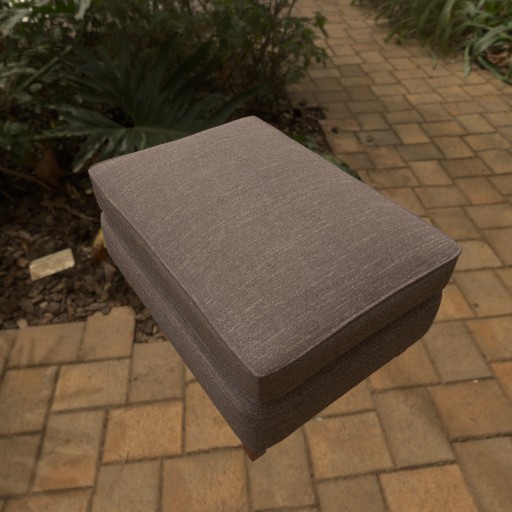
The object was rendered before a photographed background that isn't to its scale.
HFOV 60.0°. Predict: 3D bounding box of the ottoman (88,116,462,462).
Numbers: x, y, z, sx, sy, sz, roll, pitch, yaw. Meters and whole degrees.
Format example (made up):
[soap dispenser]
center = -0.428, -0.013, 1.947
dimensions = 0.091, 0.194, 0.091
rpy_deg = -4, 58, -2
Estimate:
[ottoman]
center = 0.000, 0.000, 0.994
dimensions = 0.508, 0.406, 0.686
rpy_deg = -26, 49, -25
